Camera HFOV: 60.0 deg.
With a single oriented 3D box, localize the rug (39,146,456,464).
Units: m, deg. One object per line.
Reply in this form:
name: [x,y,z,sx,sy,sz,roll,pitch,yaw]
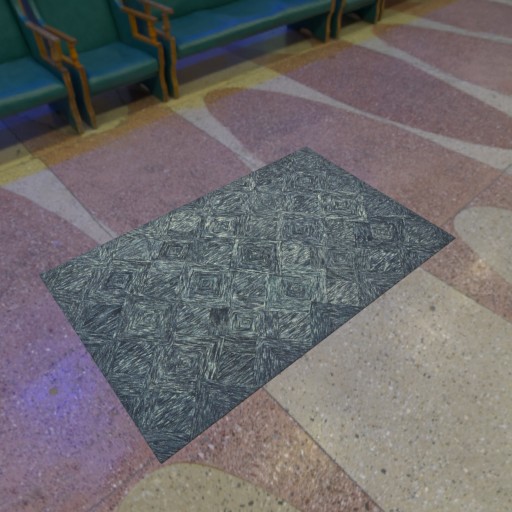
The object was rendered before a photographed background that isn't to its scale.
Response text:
rug: [0.000,0.000,2.916,2.330,0.017,1.478,-31,53,-26]
